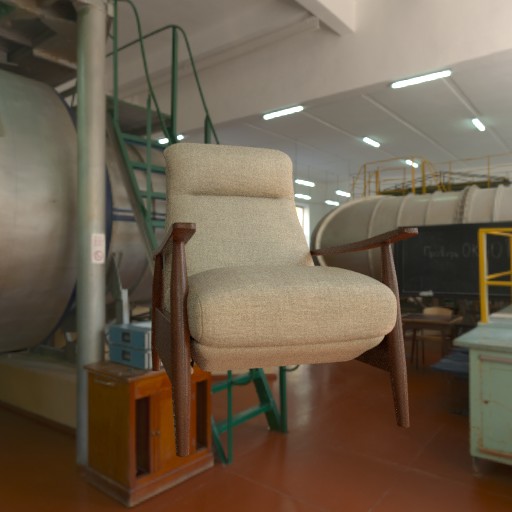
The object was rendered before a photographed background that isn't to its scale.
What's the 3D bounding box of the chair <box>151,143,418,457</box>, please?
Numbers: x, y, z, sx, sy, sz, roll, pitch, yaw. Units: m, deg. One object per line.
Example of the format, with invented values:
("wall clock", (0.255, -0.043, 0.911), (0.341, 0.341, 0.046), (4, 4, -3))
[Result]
("chair", (0.000, 0.000, 1.755), (0.762, 1.082, 1.014), (0, 0, -17))
